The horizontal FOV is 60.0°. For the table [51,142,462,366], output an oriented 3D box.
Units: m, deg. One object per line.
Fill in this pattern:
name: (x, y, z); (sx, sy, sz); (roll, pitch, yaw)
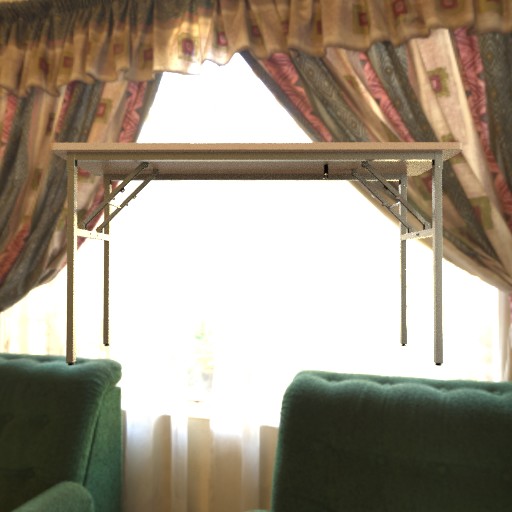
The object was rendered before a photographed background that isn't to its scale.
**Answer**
table: (0.000, 0.000, 1.695); (1.397, 0.750, 0.446); (0, -1, 0)
